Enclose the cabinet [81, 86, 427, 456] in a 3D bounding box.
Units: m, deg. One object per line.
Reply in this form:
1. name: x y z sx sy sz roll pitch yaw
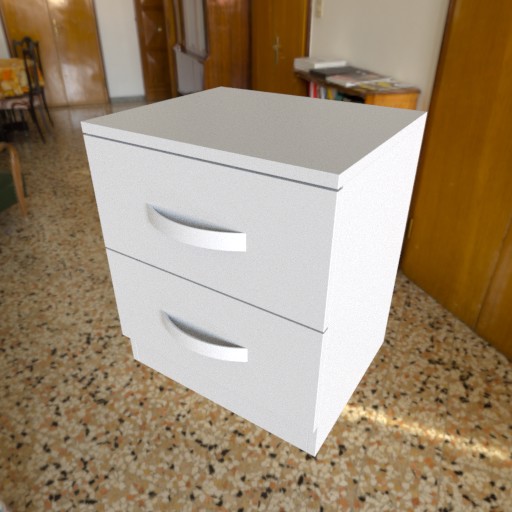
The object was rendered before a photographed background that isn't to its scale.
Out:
1. cabinet: 0.000 0.000 0.771 0.400 0.470 0.360 18 35 28
